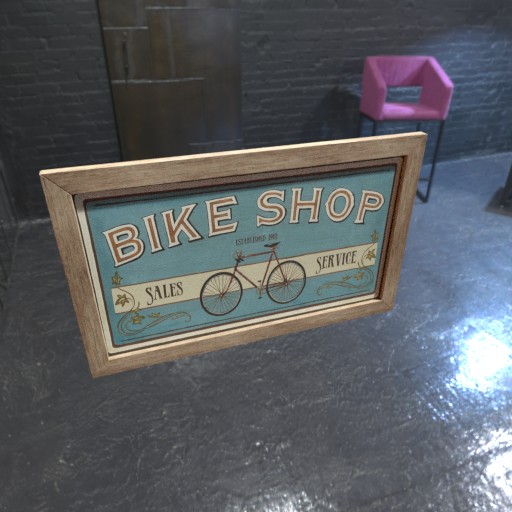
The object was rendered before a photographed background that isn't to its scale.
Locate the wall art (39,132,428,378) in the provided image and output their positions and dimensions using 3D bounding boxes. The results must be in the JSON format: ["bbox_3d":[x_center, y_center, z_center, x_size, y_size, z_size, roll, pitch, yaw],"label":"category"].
[{"bbox_3d":[0.000,0.000,0.986,0.780,0.480,0.021,-10,32,-16],"label":"wall art"}]
